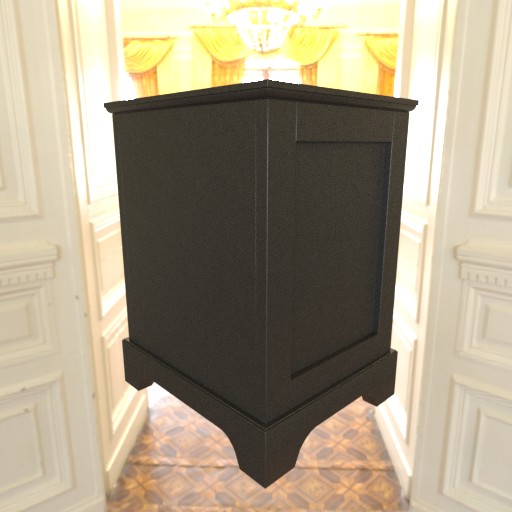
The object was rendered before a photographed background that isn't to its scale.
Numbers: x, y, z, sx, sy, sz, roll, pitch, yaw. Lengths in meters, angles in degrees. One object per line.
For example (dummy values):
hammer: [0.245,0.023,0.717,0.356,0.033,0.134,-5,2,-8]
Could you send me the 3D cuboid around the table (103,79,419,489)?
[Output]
table: [0.000,0.000,0.923,0.399,0.610,0.460,-13,19,-42]
